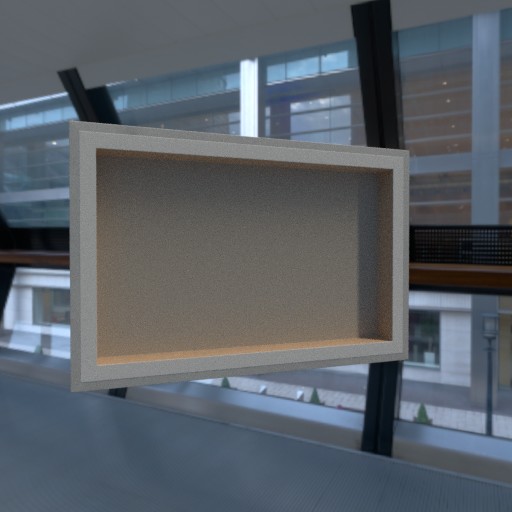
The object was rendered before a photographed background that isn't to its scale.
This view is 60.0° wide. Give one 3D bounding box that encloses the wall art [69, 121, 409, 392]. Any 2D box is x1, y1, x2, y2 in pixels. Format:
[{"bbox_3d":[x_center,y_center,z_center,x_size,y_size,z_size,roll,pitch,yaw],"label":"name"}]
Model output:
[{"bbox_3d":[0.000,0.000,0.494,0.381,0.254,0.038,0,1,-19],"label":"wall art"}]
